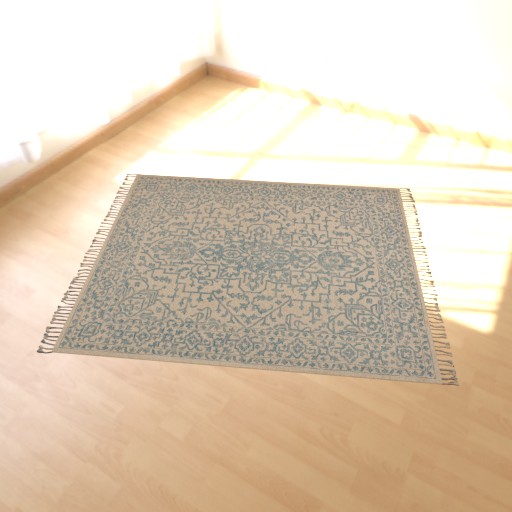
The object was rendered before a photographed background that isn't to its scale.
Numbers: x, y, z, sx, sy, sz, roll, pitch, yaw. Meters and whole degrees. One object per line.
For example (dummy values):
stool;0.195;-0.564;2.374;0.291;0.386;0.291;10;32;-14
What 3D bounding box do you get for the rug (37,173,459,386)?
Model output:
rug;0.000;0.000;4.282;3.327;0.010;2.464;4;46;4
